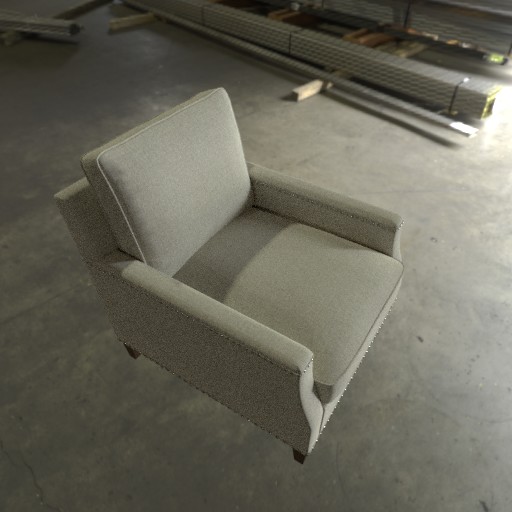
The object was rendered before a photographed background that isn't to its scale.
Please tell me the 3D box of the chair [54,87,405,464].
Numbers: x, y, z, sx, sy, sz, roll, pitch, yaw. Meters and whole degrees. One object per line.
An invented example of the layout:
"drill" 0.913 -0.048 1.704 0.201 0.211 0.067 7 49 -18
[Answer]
"chair" 0.000 0.000 1.692 1.014 0.943 0.853 24 47 24
